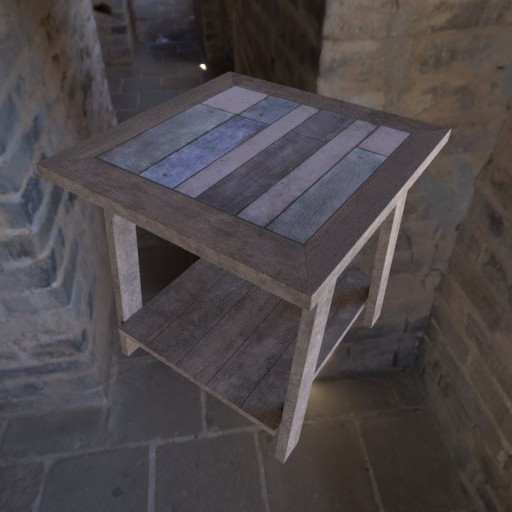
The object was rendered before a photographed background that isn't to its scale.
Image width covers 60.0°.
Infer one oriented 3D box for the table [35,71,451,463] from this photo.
[{"bbox_3d":[0.000,0.000,1.110,0.610,0.610,0.610,25,47,25],"label":"table"}]
